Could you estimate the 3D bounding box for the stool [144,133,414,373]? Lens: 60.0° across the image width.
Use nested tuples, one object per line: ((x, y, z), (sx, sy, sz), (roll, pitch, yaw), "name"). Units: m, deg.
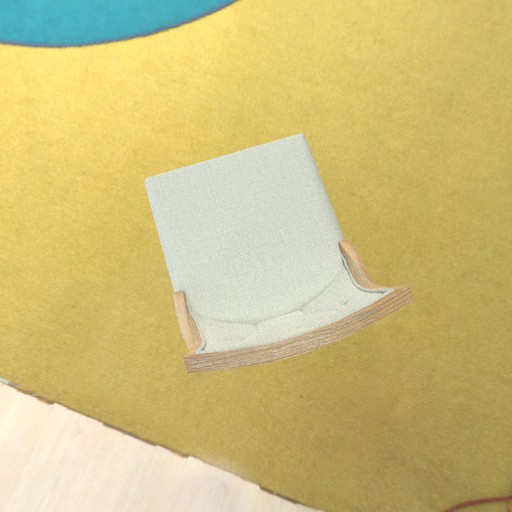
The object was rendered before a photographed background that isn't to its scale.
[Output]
((0.000, 0.000, 1.319), (0.524, 0.938, 0.626), (-17, 76, -4), "stool")
